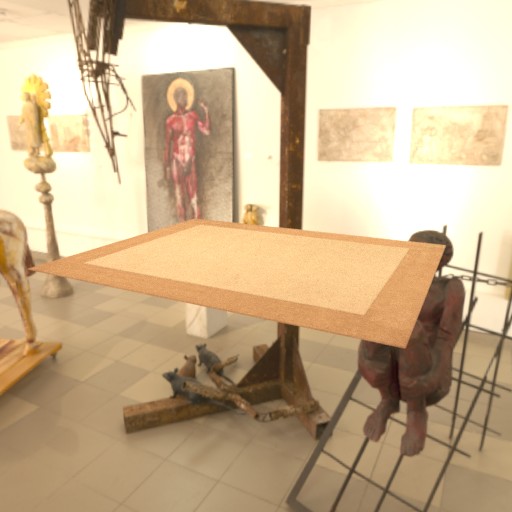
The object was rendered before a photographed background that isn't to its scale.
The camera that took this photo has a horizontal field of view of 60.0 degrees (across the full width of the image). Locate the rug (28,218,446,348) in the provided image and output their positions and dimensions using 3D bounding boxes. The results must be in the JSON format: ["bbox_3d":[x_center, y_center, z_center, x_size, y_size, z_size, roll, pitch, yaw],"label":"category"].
[{"bbox_3d":[0.000,0.000,4.085,3.048,0.014,2.438,8,18,26],"label":"rug"}]
